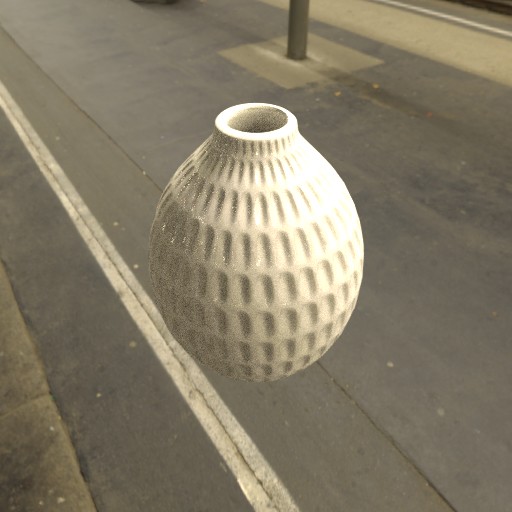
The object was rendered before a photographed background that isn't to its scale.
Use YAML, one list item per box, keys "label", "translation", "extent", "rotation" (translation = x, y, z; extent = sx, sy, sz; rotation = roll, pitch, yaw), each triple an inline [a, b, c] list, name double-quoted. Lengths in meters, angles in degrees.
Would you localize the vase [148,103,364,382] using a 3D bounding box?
- label: "vase"
  translation: [0.000, 0.000, 0.341]
  extent: [0.162, 0.223, 0.162]
  rotation: [0, 42, 0]
